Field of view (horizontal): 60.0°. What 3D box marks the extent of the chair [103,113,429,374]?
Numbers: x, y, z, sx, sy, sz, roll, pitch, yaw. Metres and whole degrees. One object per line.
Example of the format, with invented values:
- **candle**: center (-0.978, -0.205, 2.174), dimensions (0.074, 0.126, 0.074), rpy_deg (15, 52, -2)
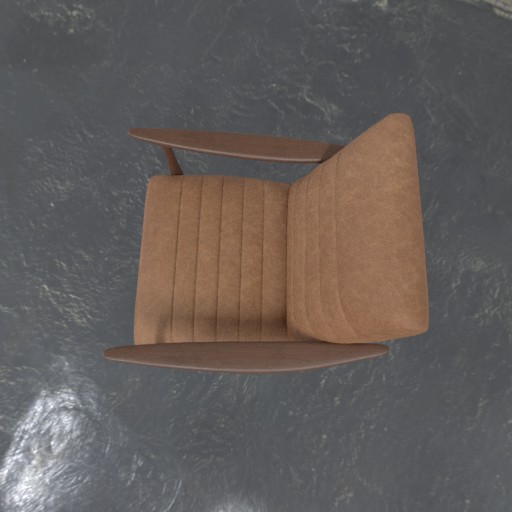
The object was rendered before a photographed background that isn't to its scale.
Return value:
- **chair**: center (0.000, 0.000, 1.438), dimensions (0.798, 0.832, 0.741), rpy_deg (1, 75, 0)
